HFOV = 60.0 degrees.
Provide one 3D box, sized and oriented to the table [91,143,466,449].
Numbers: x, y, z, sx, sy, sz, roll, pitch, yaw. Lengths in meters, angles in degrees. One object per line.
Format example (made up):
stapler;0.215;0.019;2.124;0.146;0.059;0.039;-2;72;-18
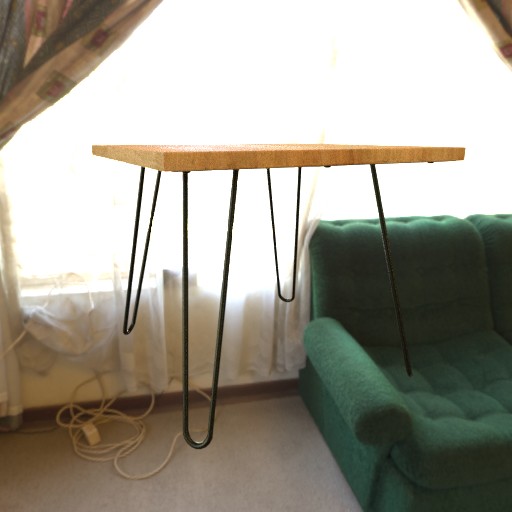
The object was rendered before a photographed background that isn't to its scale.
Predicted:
table;0.000;0.000;1.036;0.599;0.500;0.599;-8;17;-27
